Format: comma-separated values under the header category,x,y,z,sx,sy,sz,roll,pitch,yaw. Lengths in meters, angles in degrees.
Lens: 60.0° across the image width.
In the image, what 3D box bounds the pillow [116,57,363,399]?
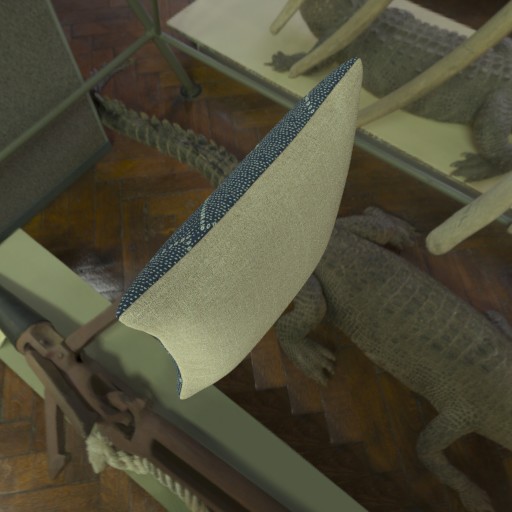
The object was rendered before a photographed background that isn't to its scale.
category,x,y,z,sx,sy,sz,roll,pitch,yaw
pillow,0.000,0.000,0.668,0.148,0.428,0.435,33,68,16
